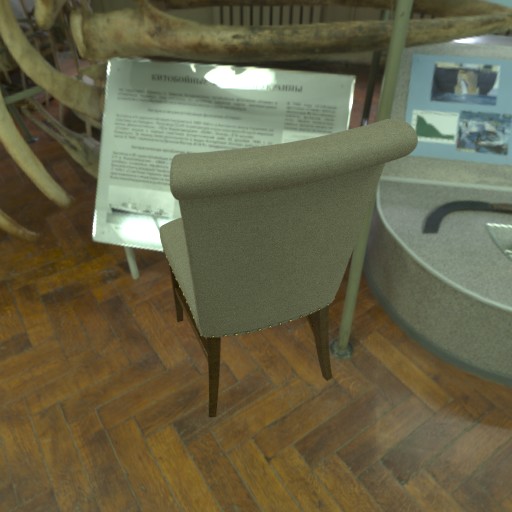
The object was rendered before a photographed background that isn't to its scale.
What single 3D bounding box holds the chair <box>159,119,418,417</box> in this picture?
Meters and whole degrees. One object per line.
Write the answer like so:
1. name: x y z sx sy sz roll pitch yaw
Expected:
1. chair: 0.000 0.000 1.340 0.513 0.988 0.608 -13 43 -15
